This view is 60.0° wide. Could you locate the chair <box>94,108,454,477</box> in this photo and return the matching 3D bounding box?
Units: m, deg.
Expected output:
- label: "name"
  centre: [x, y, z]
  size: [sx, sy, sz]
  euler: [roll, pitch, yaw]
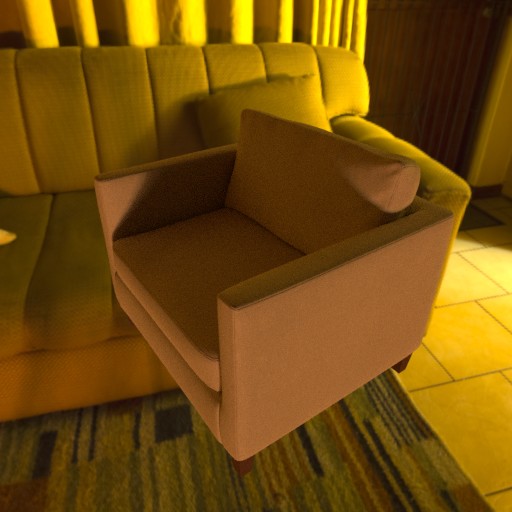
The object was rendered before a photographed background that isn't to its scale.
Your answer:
- label: "chair"
  centre: [0.000, 0.000, 1.808]
  size: [0.959, 0.961, 1.107]
  euler: [-21, 38, -29]
